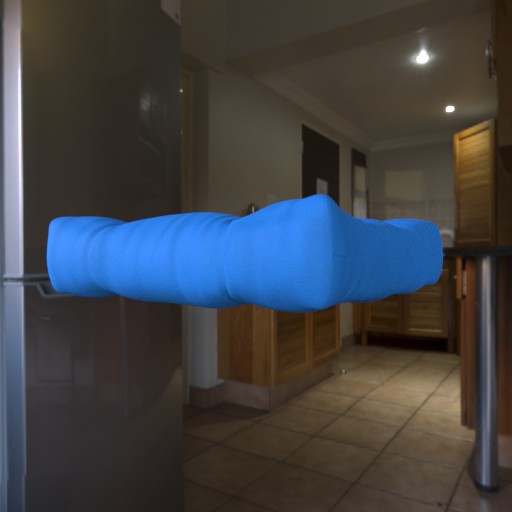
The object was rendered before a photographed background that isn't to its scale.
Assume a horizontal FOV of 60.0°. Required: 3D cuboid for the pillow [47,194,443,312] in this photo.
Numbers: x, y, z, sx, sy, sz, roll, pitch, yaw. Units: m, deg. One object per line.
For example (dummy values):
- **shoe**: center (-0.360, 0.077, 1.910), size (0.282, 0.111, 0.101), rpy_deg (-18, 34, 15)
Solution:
- **pillow**: center (0.000, 0.000, 0.725), size (0.490, 0.128, 0.468), rpy_deg (0, 1, 35)
